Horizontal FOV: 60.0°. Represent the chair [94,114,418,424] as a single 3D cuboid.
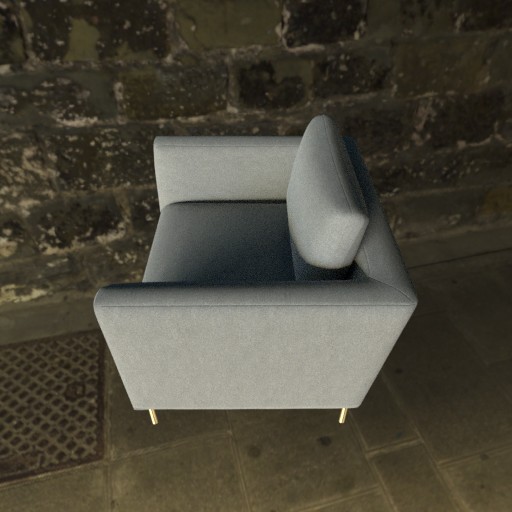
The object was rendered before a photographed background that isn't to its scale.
[{"bbox_3d":[0.000,0.000,1.721,0.889,0.864,1.041,0,40,0],"label":"chair"}]
